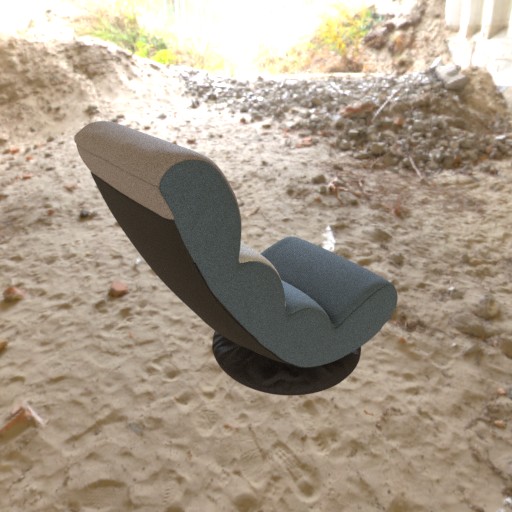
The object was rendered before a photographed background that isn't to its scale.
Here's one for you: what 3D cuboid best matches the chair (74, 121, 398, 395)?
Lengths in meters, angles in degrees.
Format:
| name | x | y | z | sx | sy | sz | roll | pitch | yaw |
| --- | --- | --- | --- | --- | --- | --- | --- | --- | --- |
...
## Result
| name | x | y | z | sx | sy | sz | roll | pitch | yaw |
| --- | --- | --- | --- | --- | --- | --- | --- | --- | --- |
| chair | 0.000 | 0.000 | 1.061 | 0.661 | 0.641 | 0.420 | -18 | 32 | -33 |
